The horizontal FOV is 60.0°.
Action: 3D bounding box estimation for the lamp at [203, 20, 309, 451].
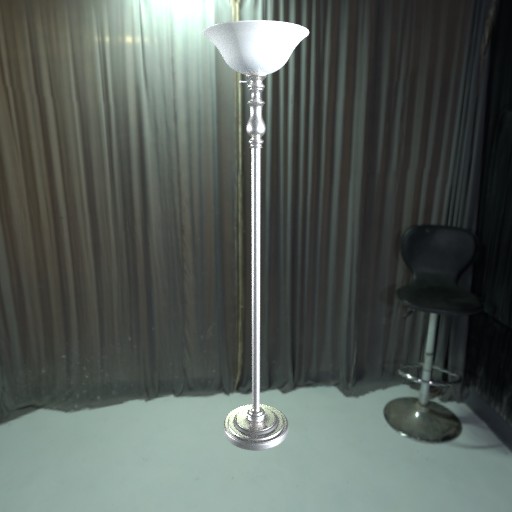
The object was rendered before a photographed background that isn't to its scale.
[{"bbox_3d":[0.000,0.000,1.934,0.405,1.771,0.405,-3,15,-10],"label":"lamp"}]
